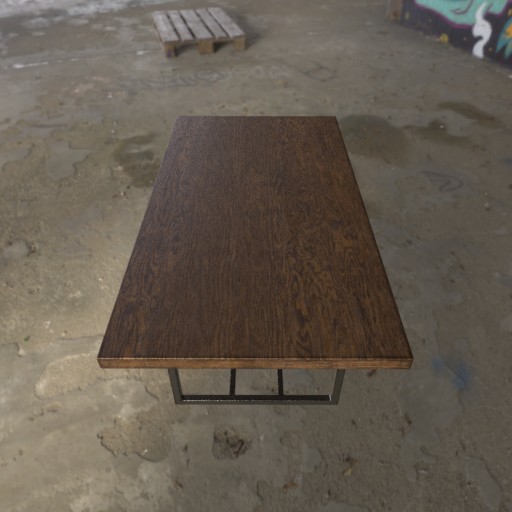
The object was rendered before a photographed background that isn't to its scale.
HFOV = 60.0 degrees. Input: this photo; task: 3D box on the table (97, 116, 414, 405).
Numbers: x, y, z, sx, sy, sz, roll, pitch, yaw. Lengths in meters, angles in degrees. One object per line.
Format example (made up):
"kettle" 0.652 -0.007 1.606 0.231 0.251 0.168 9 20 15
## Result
"table" 0.000 0.000 2.511 1.078 0.795 1.989 0 41 0
